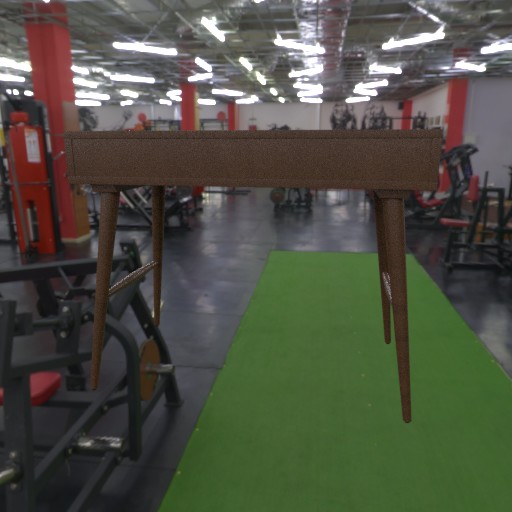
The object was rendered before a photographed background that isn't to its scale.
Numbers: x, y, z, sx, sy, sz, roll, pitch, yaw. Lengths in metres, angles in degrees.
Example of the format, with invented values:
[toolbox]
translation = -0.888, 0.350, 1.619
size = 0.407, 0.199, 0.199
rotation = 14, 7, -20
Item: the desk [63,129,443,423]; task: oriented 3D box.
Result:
[desk]
translation = 0.000, 0.000, 1.409
size = 0.949, 0.758, 0.510
rotation = 3, 15, 10
